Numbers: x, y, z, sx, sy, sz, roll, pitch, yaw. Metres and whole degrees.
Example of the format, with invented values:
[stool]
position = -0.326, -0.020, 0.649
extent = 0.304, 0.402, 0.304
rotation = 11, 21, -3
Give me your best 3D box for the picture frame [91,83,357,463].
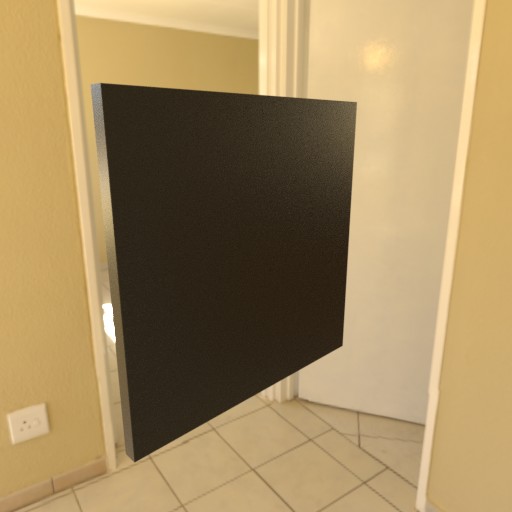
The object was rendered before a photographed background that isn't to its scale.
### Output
[picture frame]
position = 0.000, 0.000, 0.816
extent = 0.559, 0.557, 0.029
rotation = -15, 22, -42
